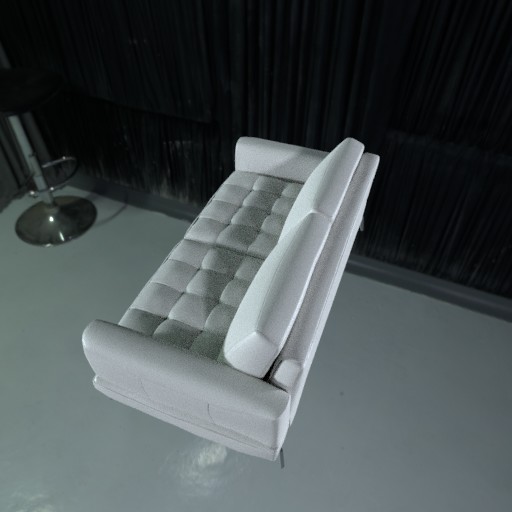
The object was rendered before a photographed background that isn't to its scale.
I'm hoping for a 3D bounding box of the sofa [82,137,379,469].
[{"bbox_3d":[0.000,0.000,2.815,1.121,0.930,2.177,16,47,15],"label":"sofa"}]
